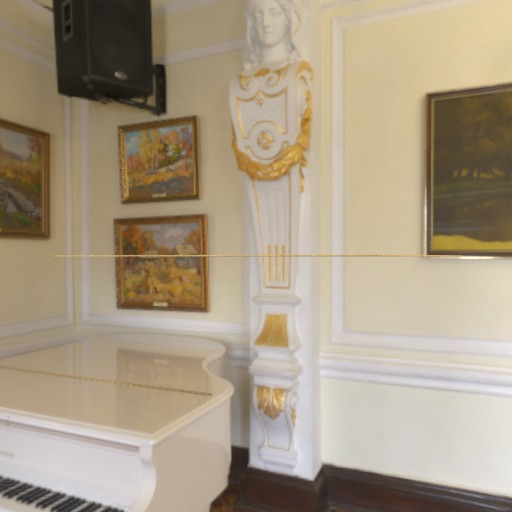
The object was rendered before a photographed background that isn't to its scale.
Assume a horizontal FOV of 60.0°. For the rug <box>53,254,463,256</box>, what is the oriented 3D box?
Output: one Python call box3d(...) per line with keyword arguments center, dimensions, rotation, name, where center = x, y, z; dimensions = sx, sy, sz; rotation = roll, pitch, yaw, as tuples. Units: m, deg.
box3d(center=(0.000, 0.000, 3.796), dimensions=(2.895, 0.006, 1.981), rotation=(0, 0, 35), name="rug")
